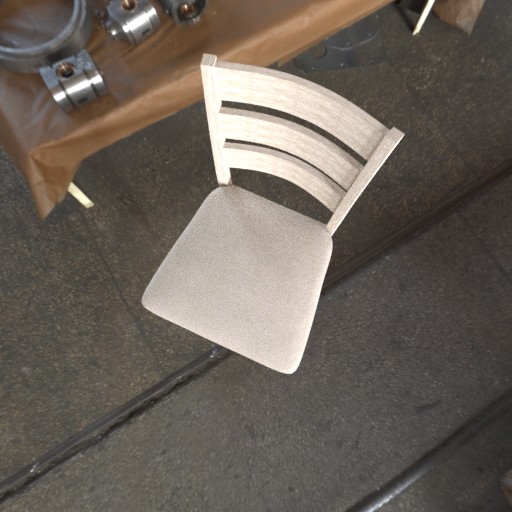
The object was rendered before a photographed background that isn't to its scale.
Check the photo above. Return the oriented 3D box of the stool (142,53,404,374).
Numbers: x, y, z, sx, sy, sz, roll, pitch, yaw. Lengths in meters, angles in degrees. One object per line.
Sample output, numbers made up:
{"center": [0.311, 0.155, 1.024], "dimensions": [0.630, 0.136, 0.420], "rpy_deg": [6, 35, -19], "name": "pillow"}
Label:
{"center": [0.000, 0.000, 1.351], "dimensions": [0.484, 1.032, 0.569], "rpy_deg": [24, 78, 5], "name": "stool"}
